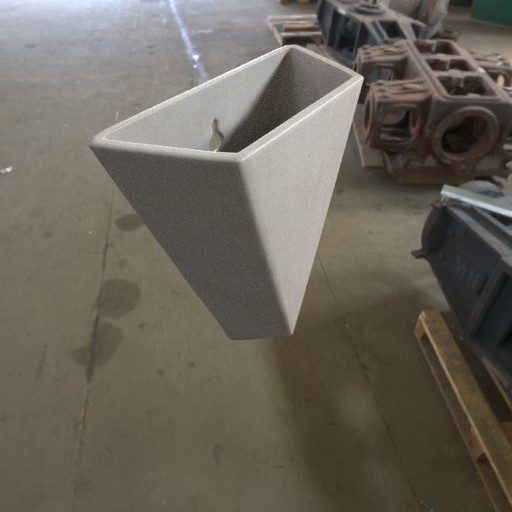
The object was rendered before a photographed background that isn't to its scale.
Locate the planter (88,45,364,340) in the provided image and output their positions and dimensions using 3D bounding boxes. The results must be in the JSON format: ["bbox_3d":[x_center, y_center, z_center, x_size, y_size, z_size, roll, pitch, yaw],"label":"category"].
[{"bbox_3d":[0.000,0.000,0.269,0.060,0.197,0.150,26,48,26],"label":"planter"}]
